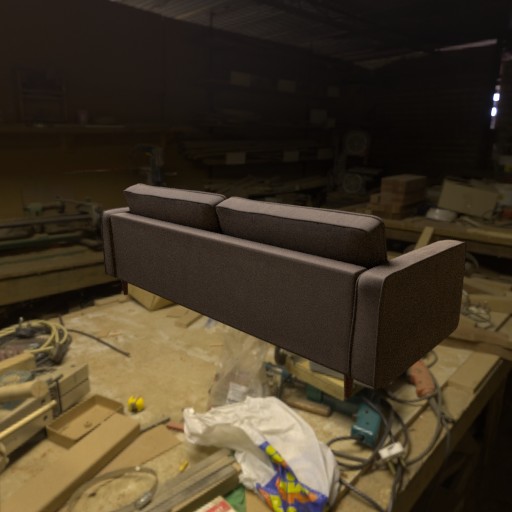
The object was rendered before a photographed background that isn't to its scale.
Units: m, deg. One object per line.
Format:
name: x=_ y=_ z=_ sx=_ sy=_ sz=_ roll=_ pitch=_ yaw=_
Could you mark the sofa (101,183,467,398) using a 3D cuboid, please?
sofa: x=0.000 y=0.000 z=2.801 sx=2.295 sy=0.813 sz=0.923 roll=14 pitch=21 yaw=42
